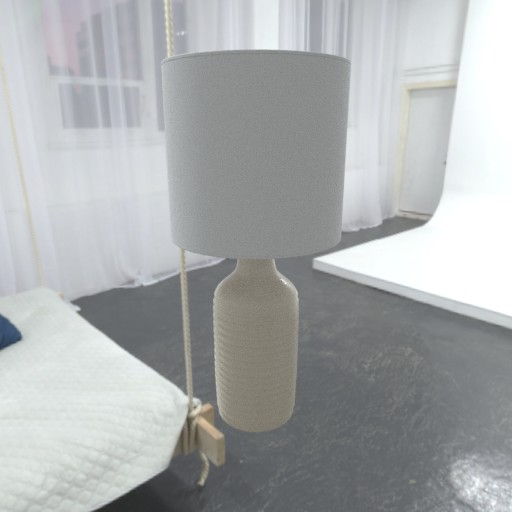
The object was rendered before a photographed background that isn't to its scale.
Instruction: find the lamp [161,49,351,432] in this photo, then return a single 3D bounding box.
[{"bbox_3d":[0.000,0.000,0.594,0.220,0.475,0.220,9,19,27],"label":"lamp"}]
